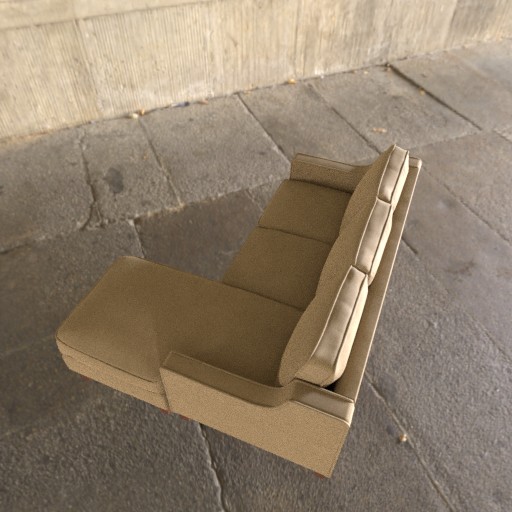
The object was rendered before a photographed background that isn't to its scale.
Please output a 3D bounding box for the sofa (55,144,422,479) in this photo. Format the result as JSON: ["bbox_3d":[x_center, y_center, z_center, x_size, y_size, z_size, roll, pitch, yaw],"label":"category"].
[{"bbox_3d":[0.000,0.000,3.213,1.858,1.066,2.317,17,48,15],"label":"sofa"}]
